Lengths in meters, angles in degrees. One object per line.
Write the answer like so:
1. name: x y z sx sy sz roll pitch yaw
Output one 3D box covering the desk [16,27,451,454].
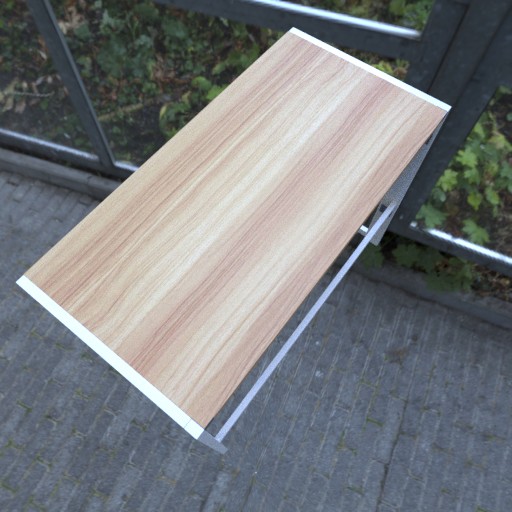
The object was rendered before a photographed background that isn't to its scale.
1. desk: 0.000 0.000 1.387 0.508 0.762 1.016 35 69 16
